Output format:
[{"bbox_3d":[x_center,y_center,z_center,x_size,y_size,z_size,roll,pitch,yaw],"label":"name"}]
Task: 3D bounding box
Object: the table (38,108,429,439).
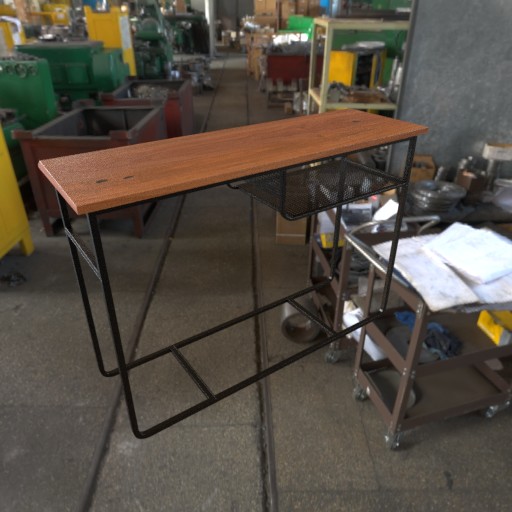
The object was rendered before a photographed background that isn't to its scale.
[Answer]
[{"bbox_3d":[0.000,0.000,1.451,1.100,0.750,0.350,-19,35,-30],"label":"table"}]
